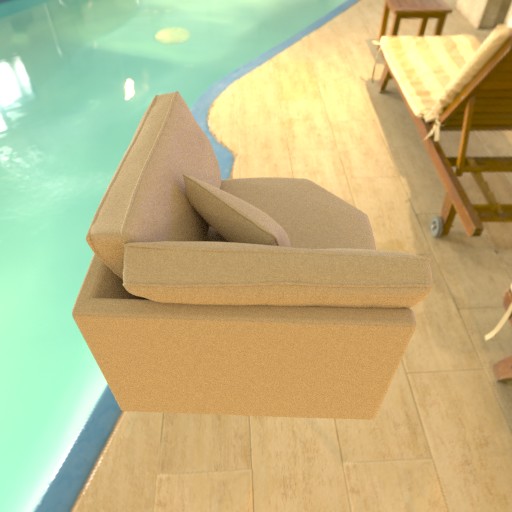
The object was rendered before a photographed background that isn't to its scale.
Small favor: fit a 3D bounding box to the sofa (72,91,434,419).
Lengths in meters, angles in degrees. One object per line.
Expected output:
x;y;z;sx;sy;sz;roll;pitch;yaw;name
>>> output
0.000;0.000;1.843;1.050;0.937;1.042;2;47;2;sofa
